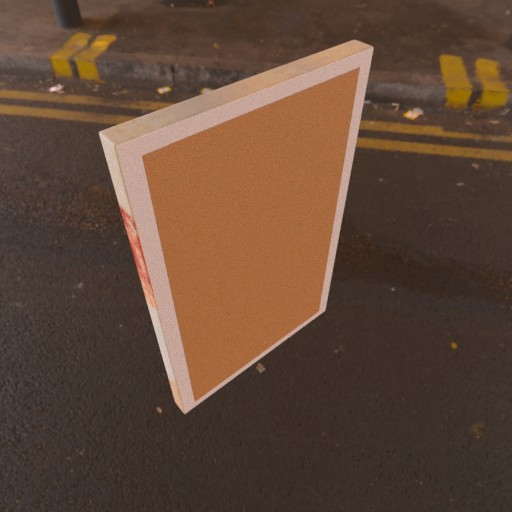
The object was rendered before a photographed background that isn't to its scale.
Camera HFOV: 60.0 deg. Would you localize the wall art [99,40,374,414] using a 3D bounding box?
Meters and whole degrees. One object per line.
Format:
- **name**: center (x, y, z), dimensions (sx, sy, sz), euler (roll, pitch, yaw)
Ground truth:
- **wall art**: center (0.000, 0.000, 0.760), dimensions (0.401, 0.610, 0.038), euler (-31, 53, -27)
